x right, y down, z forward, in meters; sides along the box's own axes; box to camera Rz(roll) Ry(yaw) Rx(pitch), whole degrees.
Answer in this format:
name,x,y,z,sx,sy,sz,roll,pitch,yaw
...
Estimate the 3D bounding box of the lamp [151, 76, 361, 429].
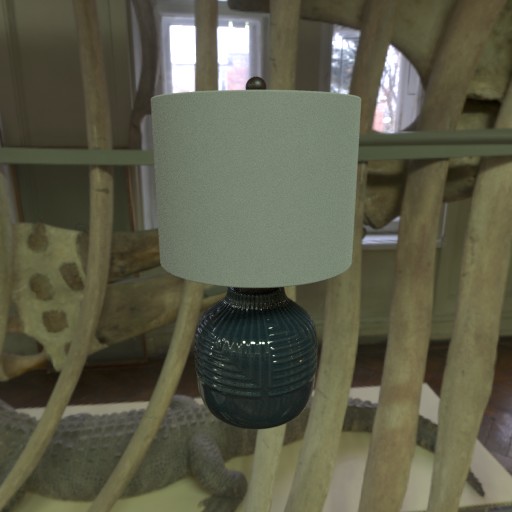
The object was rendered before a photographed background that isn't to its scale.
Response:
name,x,y,z,sx,sy,sz,roll,pitch,yaw
lamp,0.000,0.000,0.750,0.318,0.567,0.318,0,15,0
